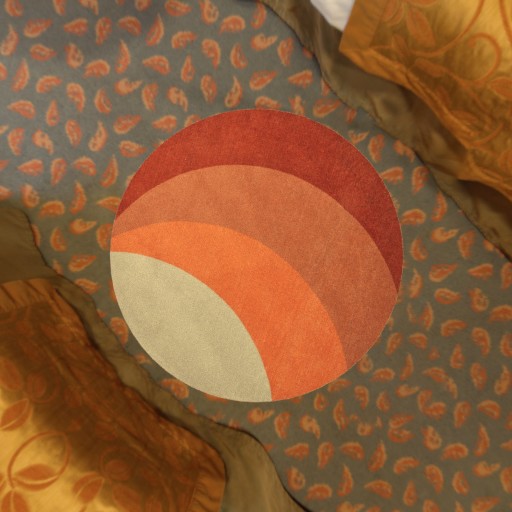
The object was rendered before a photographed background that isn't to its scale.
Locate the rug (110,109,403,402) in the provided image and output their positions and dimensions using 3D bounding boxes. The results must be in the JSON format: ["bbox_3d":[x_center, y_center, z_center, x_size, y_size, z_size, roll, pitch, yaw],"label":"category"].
[{"bbox_3d":[0.000,0.000,2.289,1.514,0.015,1.514,0,91,1],"label":"rug"}]
